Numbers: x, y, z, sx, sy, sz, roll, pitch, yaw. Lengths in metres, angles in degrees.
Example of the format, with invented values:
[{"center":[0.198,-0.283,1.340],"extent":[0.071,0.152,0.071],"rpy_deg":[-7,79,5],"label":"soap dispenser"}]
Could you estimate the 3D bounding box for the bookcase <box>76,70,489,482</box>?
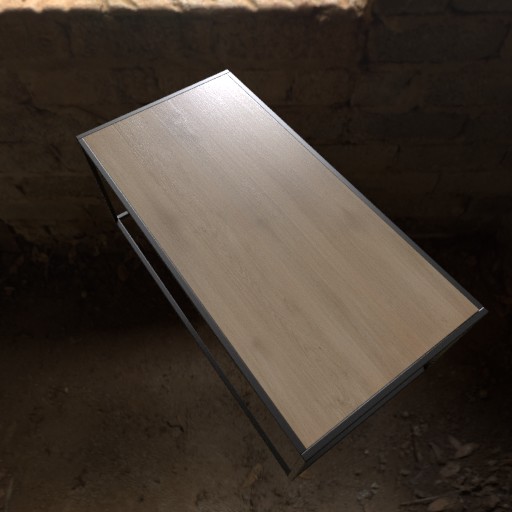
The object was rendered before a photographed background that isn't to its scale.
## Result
[{"center":[0.000,0.000,1.244],"extent":[0.500,0.400,1.000],"rpy_deg":[-31,63,-18],"label":"bookcase"}]
